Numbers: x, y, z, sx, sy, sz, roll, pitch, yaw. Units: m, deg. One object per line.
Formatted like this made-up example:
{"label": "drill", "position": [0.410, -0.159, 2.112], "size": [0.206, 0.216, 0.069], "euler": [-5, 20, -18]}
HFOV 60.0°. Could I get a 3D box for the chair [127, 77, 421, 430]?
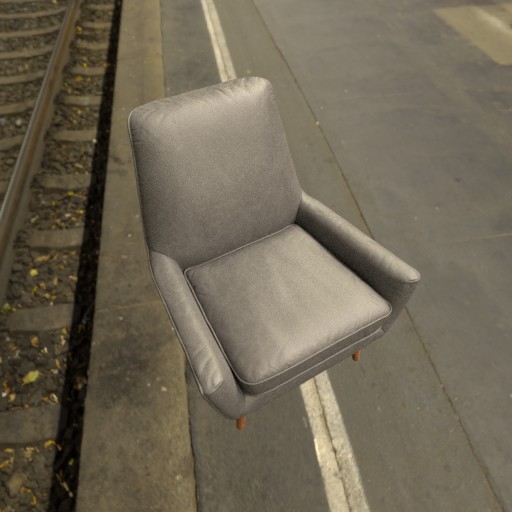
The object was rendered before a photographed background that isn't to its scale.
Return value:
{"label": "chair", "position": [0.000, 0.000, 1.536], "size": [0.787, 0.888, 0.822], "euler": [-24, 51, -21]}
